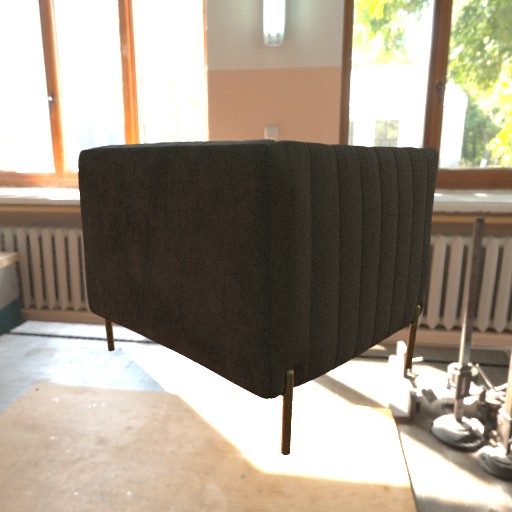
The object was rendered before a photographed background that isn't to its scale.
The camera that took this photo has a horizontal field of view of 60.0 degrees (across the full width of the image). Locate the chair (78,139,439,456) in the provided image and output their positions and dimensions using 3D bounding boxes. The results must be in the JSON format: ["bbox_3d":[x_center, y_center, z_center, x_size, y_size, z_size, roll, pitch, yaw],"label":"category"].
[{"bbox_3d":[0.000,0.000,1.593,0.981,0.779,0.873,12,17,43],"label":"chair"}]
